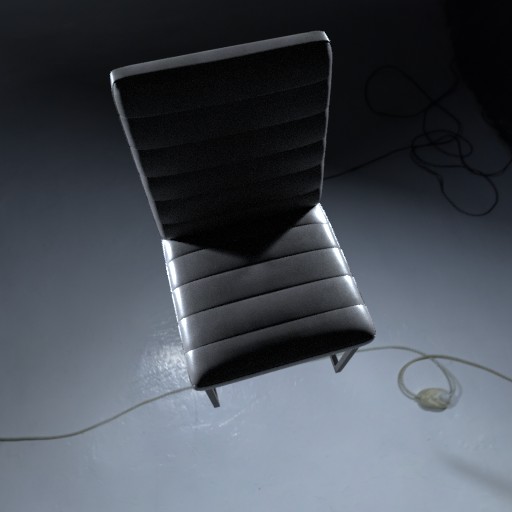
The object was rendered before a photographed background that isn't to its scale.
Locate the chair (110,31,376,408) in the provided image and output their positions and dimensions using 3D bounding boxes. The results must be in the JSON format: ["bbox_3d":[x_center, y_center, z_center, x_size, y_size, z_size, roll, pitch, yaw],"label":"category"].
[{"bbox_3d":[0.000,0.000,1.272,0.520,0.930,0.634,-14,64,-7],"label":"chair"}]
